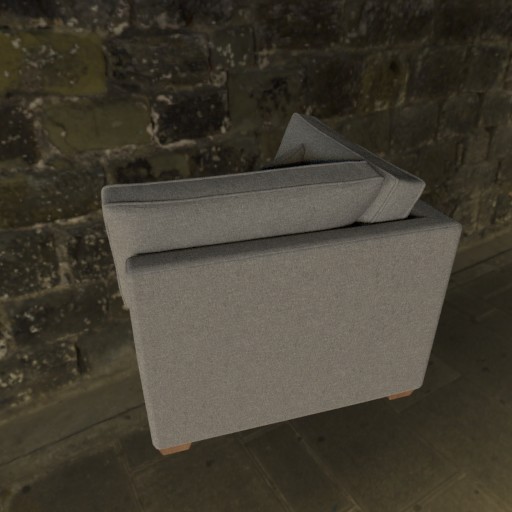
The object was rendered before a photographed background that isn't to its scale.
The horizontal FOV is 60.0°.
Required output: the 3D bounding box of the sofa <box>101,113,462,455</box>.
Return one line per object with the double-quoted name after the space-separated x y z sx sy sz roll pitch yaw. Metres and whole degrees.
0.000 0.000 1.945 1.146 1.002 1.084 -8 31 -14 "sofa"
